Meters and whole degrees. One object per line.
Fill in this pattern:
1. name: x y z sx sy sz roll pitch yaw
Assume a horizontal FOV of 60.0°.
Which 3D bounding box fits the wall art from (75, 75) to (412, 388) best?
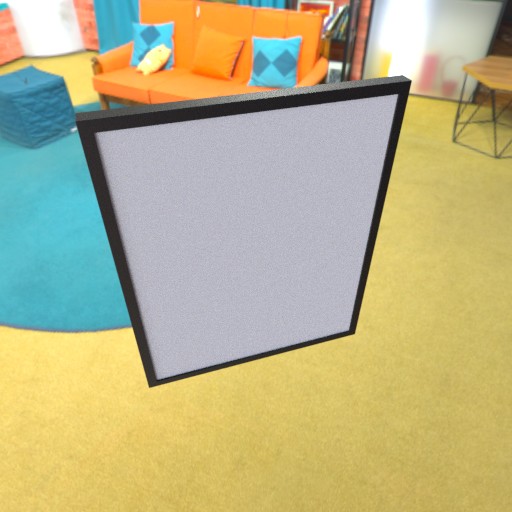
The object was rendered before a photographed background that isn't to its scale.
1. wall art: 0.000 0.000 0.546 0.325 0.397 0.018 -12 42 -13
